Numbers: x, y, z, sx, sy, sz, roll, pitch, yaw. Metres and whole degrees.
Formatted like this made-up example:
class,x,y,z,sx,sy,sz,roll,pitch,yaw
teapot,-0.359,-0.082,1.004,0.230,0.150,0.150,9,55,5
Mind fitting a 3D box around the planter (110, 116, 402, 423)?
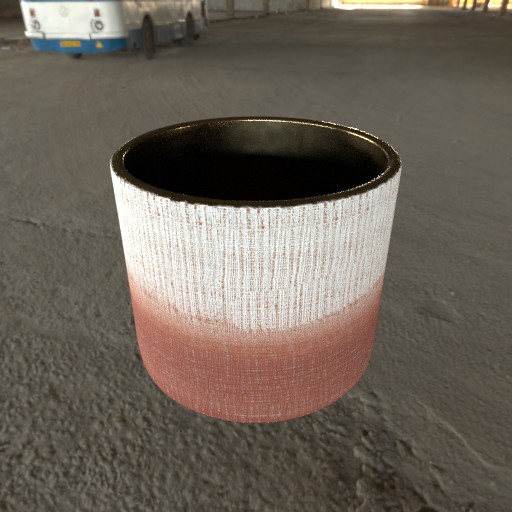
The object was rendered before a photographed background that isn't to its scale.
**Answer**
class,x,y,z,sx,sy,sz,roll,pitch,yaw
planter,0.000,0.000,0.448,0.254,0.221,0.254,0,31,0
